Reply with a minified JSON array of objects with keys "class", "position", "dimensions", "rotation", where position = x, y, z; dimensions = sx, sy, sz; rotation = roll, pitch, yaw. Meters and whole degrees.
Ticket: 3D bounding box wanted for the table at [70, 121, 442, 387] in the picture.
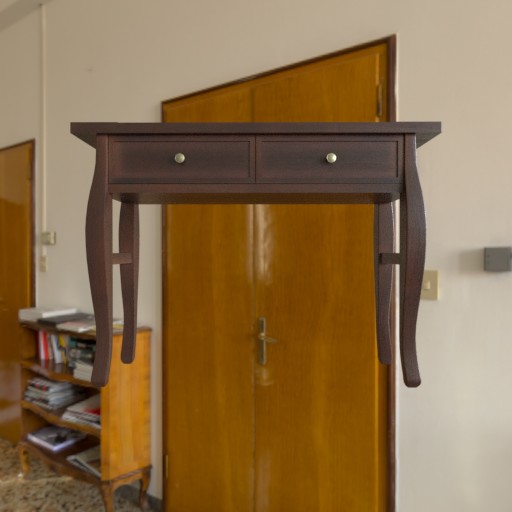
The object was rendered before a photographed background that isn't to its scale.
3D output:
[{"class":"table","position":[0.000,0.000,1.446],"dimensions":[1.062,0.768,0.373],"rotation":[0,0,0]}]
